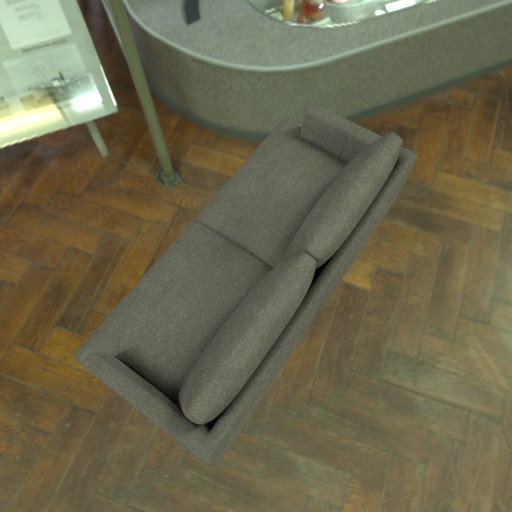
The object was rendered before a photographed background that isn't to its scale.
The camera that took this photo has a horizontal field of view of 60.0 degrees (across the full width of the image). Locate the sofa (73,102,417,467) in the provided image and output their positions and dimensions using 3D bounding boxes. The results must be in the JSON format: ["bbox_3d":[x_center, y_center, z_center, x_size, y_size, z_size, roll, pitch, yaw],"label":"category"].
[{"bbox_3d":[0.000,0.000,2.792,1.020,0.868,2.250,32,68,15],"label":"sofa"}]
